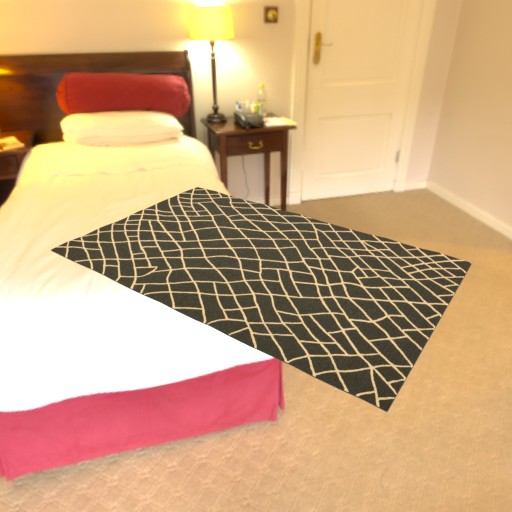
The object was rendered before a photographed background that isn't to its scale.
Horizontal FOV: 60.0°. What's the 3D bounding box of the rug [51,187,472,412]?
[{"bbox_3d":[0.000,0.000,3.022,2.448,0.017,1.529,19,35,30],"label":"rug"}]
